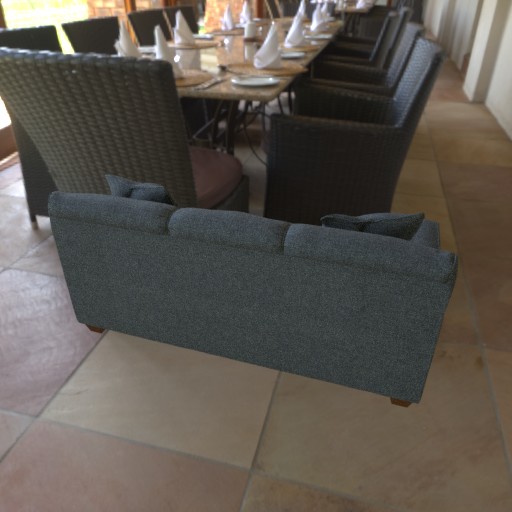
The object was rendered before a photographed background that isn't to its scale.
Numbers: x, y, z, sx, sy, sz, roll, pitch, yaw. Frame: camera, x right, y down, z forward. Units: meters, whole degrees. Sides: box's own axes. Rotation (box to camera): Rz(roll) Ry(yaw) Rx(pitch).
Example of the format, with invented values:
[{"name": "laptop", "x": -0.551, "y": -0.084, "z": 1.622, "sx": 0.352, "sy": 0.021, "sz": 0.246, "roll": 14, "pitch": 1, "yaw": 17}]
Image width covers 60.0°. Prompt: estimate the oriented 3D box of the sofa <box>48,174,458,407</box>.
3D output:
[{"name": "sofa", "x": 0.000, "y": 0.000, "z": 2.634, "sx": 2.024, "sy": 0.958, "sz": 0.997, "roll": 10, "pitch": 33, "yaw": 15}]
